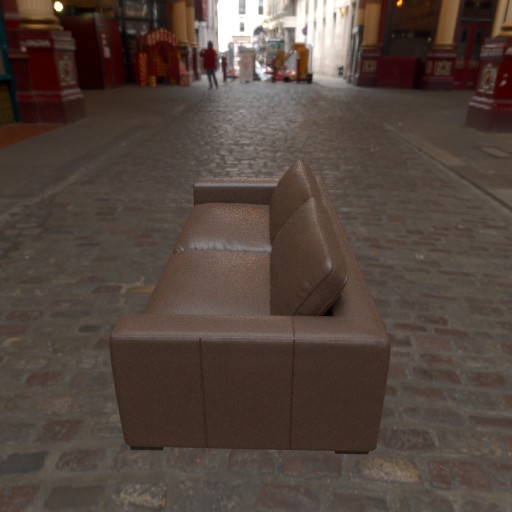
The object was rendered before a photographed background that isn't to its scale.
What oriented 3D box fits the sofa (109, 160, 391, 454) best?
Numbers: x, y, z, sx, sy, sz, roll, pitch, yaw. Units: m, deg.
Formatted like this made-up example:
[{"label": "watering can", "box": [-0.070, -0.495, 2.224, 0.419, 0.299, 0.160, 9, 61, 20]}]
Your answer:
[{"label": "sofa", "box": [0.000, 0.000, 2.690, 1.070, 0.801, 2.262, 1, 25, 1]}]
